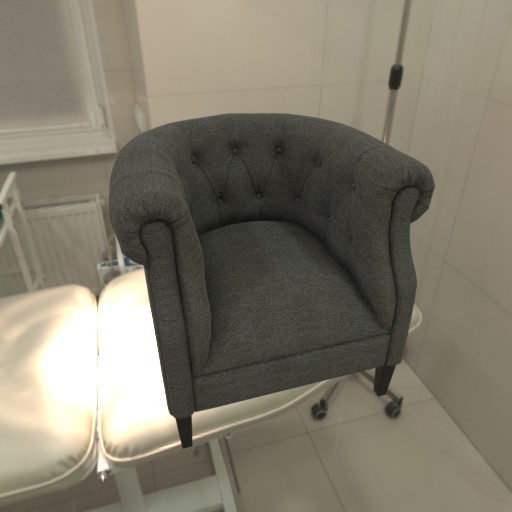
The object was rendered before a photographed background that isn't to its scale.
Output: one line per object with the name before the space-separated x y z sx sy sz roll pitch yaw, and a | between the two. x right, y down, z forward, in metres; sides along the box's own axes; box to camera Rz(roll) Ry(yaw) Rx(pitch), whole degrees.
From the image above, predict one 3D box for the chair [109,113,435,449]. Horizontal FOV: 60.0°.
chair | 0.000 0.000 1.571 0.905 0.827 0.852 -9 33 -15
